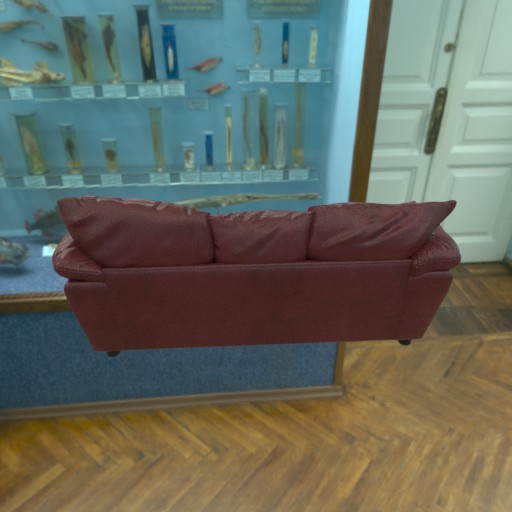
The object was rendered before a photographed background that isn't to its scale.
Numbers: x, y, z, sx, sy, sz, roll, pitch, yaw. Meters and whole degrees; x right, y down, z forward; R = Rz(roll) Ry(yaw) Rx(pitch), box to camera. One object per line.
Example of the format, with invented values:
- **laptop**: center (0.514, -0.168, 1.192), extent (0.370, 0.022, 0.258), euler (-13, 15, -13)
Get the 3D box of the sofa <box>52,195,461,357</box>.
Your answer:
- **sofa**: center (0.000, 0.000, 2.898), extent (2.390, 1.091, 0.907), euler (-2, 30, -3)
